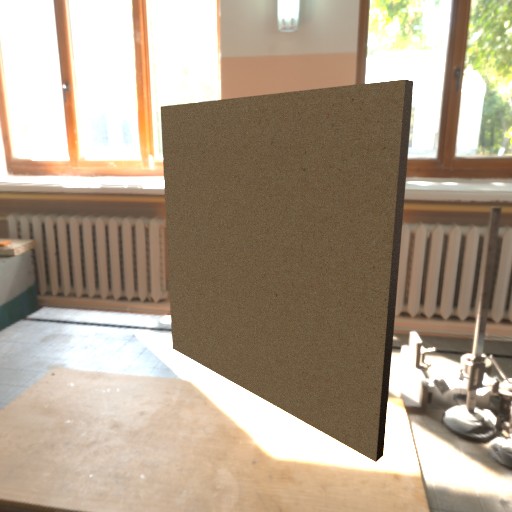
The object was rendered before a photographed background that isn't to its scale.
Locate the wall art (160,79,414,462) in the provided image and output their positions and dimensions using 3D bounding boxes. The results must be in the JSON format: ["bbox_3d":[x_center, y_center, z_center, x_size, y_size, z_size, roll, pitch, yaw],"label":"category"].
[{"bbox_3d":[0.000,0.000,1.140,0.031,0.775,0.773,-13,19,-43],"label":"wall art"}]
